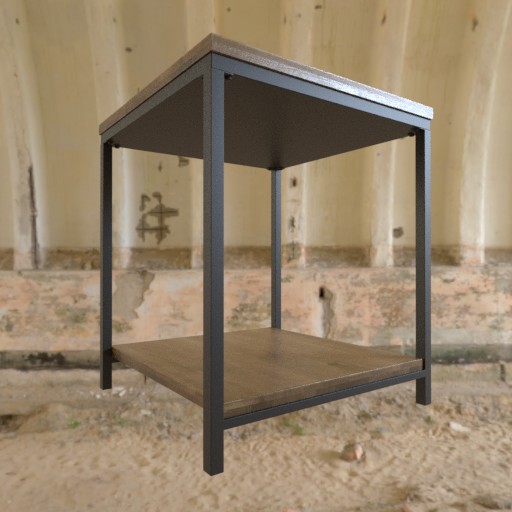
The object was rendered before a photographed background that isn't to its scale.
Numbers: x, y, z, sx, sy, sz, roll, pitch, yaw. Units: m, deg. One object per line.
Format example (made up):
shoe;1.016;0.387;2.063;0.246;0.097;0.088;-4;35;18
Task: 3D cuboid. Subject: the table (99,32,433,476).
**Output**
table;0.000;0.000;0.937;0.507;0.589;0.503;0;0;-36
